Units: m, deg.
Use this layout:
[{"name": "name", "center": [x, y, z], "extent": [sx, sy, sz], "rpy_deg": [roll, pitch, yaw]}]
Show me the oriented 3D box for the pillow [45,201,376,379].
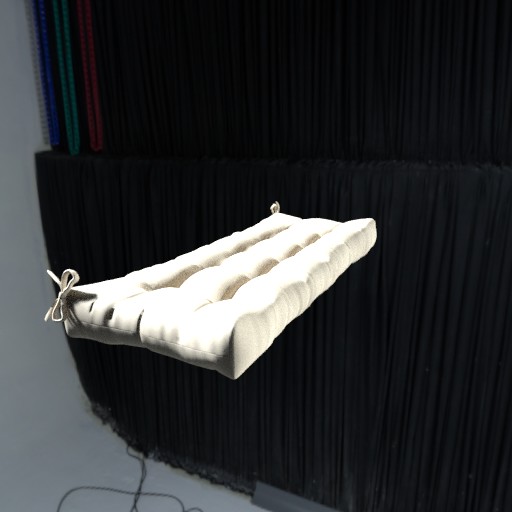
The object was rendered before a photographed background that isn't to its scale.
[{"name": "pillow", "center": [0.000, 0.000, 1.352], "extent": [0.511, 0.174, 1.194], "rpy_deg": [7, 17, 26]}]
